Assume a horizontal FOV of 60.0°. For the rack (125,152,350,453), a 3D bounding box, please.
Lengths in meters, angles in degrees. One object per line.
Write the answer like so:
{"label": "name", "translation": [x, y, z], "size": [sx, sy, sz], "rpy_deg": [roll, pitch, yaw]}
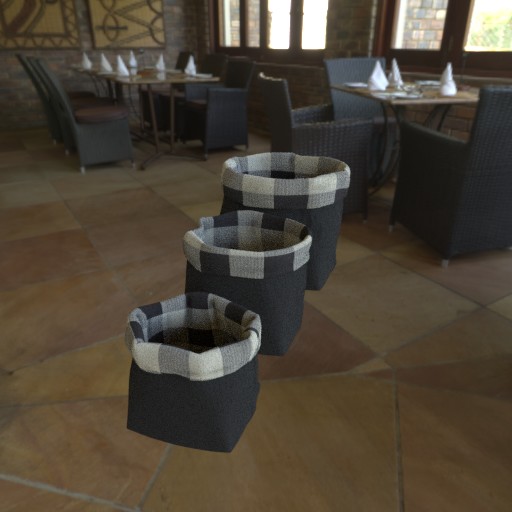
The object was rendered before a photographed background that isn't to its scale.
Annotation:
{"label": "rack", "translation": [0.000, 0.000, 1.078], "size": [0.370, 0.329, 0.889], "rpy_deg": [8, 27, 15]}
